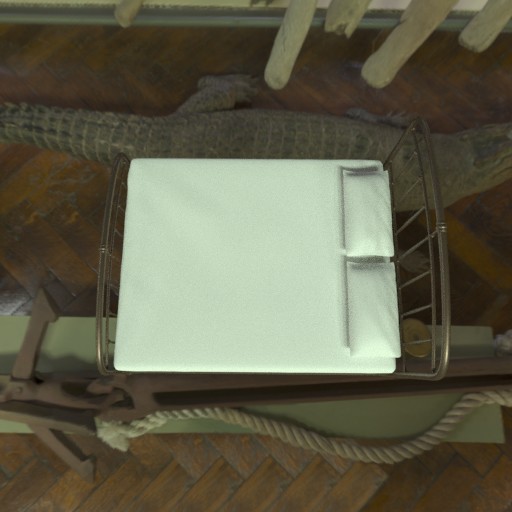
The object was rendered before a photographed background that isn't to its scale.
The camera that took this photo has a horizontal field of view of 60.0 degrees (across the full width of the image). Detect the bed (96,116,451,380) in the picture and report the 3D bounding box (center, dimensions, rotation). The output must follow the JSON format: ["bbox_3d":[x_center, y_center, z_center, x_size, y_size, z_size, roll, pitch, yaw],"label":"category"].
[{"bbox_3d":[0.000,0.000,3.204,2.168,1.475,1.711,0,76,0],"label":"bed"}]
